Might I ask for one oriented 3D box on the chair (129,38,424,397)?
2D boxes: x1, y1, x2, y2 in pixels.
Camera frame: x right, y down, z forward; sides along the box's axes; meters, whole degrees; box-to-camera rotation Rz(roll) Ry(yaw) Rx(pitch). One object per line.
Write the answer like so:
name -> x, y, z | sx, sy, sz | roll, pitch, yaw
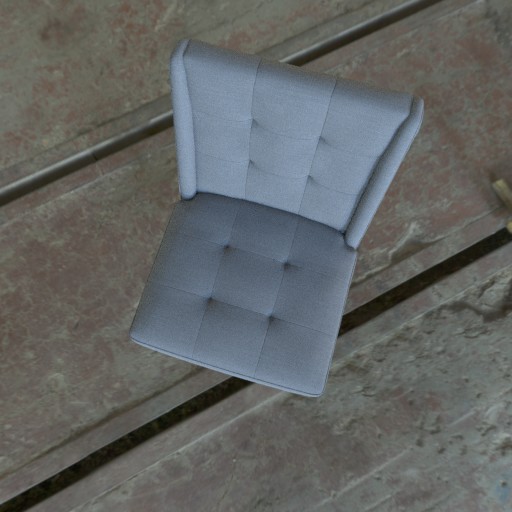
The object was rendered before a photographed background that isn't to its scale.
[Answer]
chair -> 0.000, 0.000, 1.276 | 0.569, 0.853, 0.676 | 16, 76, 4
